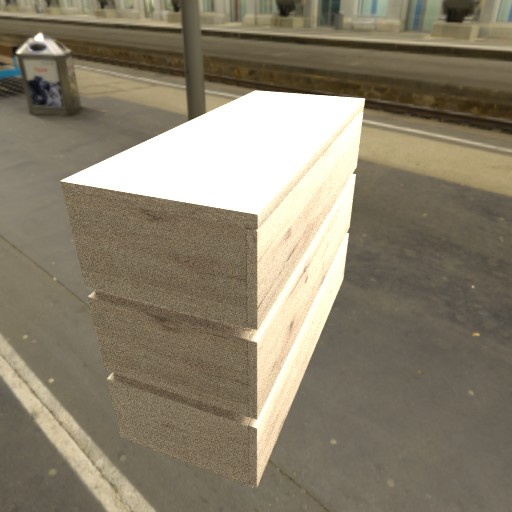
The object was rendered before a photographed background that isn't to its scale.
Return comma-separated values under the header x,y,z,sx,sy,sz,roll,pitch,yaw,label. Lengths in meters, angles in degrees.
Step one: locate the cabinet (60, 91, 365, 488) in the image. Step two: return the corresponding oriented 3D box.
x,y,z,sx,sy,sz,roll,pitch,yaw,label
0.000,0.000,1.433,0.420,0.820,1.040,11,32,19,cabinet
